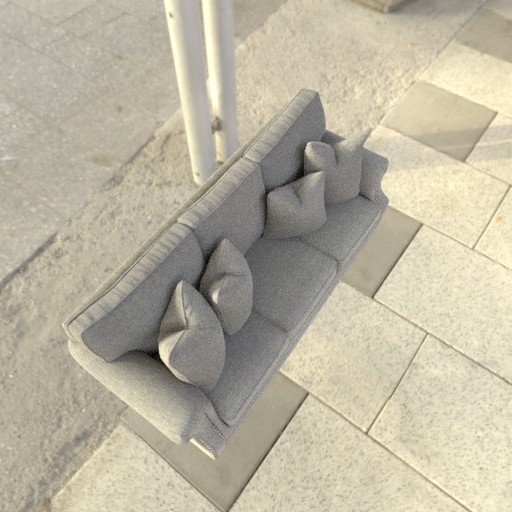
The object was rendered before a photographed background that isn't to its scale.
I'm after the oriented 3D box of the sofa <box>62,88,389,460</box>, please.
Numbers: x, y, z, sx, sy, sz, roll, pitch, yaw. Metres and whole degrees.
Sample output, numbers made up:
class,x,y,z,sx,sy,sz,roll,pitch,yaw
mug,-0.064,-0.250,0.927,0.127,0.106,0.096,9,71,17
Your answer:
class,x,y,z,sx,sy,sz,roll,pitch,yaw
sofa,0.000,0.000,2.840,0.965,0.975,2.312,30,62,18
